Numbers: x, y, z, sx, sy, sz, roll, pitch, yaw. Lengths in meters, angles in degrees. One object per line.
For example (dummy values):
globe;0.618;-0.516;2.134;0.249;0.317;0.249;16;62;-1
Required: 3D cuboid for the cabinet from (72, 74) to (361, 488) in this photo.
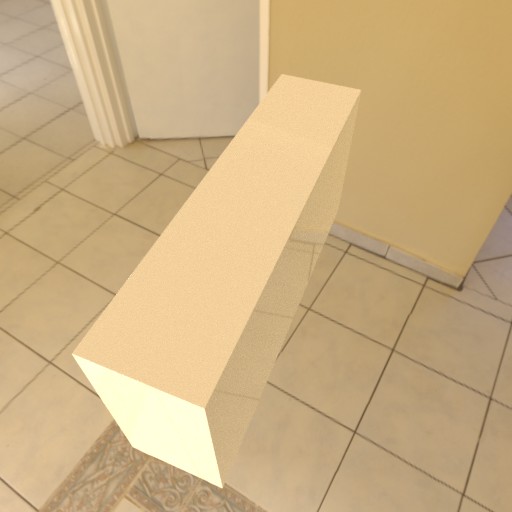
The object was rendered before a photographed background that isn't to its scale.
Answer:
cabinet;0.000;0.000;1.946;0.400;0.800;1.650;17;52;14
